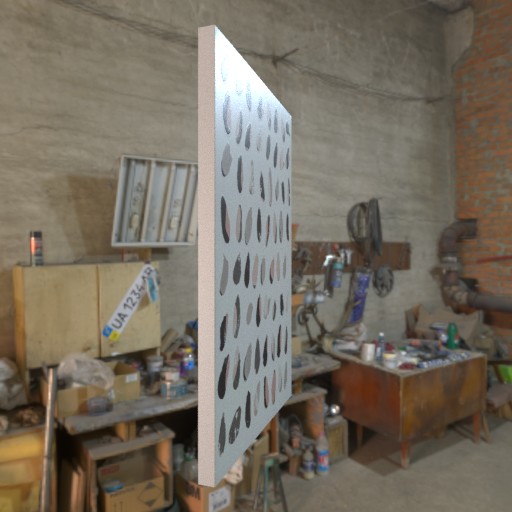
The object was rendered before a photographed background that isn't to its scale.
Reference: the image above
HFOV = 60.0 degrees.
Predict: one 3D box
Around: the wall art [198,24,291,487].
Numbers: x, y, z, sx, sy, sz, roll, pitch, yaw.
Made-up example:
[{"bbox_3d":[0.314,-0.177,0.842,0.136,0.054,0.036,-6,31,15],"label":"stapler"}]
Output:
[{"bbox_3d":[0.000,0.000,1.170,0.037,0.916,0.610,0,0,19],"label":"wall art"}]
